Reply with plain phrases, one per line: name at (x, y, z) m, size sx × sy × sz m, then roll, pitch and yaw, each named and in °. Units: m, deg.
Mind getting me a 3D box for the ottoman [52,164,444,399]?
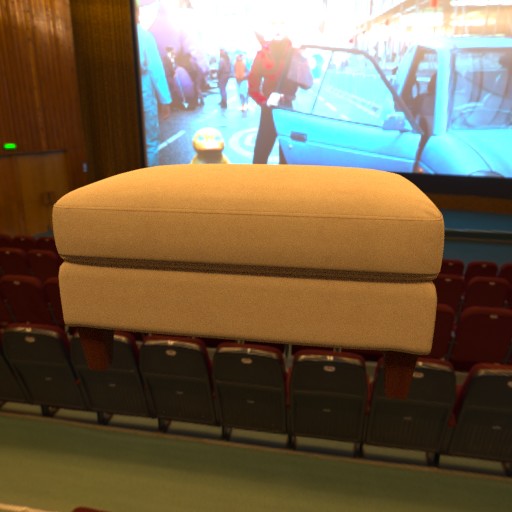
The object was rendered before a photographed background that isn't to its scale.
ottoman at (0.000, 0.000, 1.226) m, size 0.864 × 0.483 × 0.584 m, roll 3°, pitch 18°, yaw 9°
